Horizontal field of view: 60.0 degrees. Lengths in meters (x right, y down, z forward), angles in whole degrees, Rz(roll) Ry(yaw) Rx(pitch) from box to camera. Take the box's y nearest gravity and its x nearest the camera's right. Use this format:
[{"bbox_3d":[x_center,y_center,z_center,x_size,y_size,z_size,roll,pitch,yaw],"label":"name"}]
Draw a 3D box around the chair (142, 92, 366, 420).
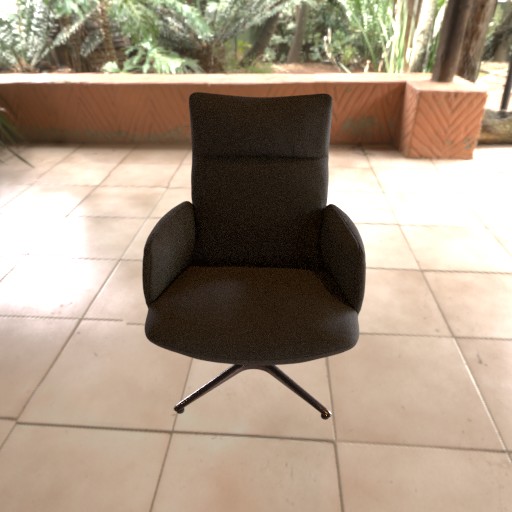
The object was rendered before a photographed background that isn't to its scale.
[{"bbox_3d":[0.000,0.000,1.580,0.702,0.984,0.831,1,30,2],"label":"chair"}]
